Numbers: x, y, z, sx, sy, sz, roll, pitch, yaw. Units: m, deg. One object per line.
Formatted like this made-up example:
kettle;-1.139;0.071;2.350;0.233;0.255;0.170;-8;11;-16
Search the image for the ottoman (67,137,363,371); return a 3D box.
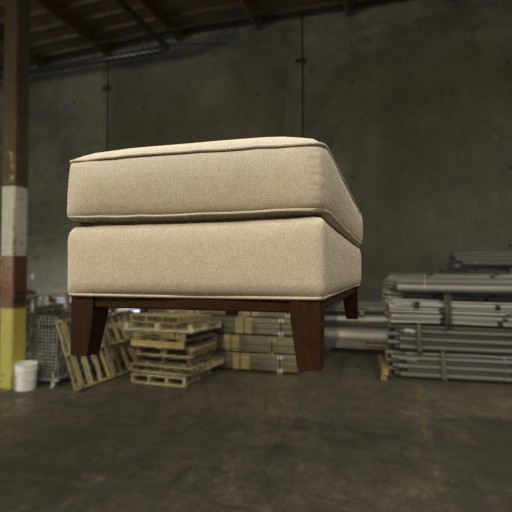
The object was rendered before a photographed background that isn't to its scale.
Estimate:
ottoman;0.000;0.000;1.500;0.648;0.508;1.143;-1;-2;17
